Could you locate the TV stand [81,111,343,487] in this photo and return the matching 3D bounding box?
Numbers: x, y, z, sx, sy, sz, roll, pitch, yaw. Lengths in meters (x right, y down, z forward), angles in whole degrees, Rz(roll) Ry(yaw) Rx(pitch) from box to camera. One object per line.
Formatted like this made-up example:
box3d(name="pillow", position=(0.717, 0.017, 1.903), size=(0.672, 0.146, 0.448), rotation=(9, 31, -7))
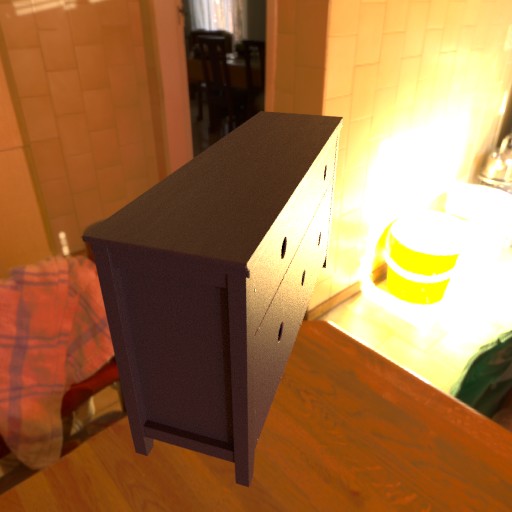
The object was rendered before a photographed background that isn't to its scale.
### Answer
box3d(name="TV stand", position=(0.000, 0.000, 1.485), size=(0.347, 0.681, 1.198), rotation=(9, 31, 15))
